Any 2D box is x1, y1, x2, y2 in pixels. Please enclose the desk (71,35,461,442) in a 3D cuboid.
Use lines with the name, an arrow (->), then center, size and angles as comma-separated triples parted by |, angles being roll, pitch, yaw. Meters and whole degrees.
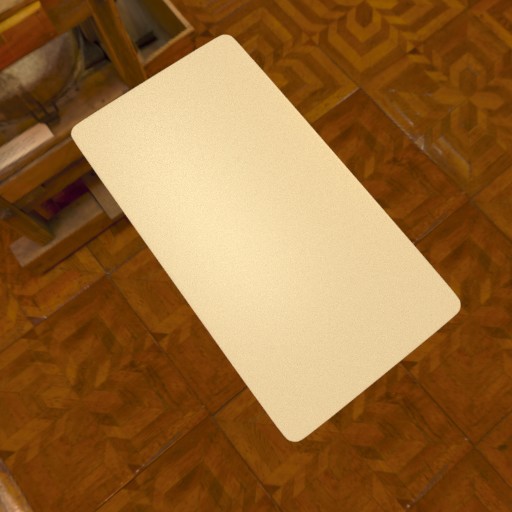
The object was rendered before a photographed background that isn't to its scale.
desk -> 0.000, 0.000, 1.369 | 0.475, 0.763, 0.877 | -36, 78, -9
